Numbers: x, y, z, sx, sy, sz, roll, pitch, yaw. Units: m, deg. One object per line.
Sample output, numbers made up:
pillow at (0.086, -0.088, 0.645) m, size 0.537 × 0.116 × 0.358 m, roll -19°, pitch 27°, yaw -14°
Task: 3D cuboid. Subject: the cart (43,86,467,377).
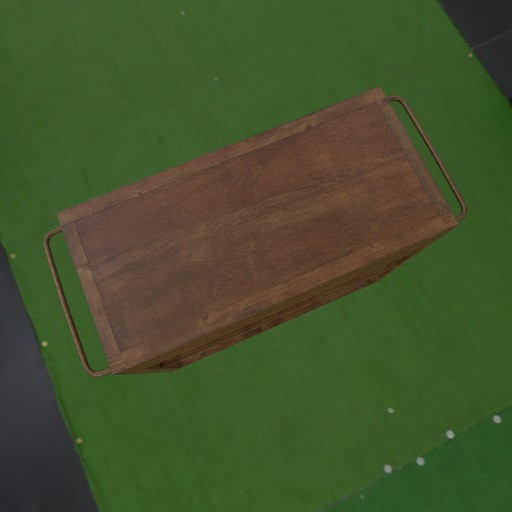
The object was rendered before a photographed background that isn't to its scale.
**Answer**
cart at (0.000, 0.000, 1.512) m, size 1.065 × 0.830 × 0.445 m, roll -23°, pitch 77°, yaw -6°
